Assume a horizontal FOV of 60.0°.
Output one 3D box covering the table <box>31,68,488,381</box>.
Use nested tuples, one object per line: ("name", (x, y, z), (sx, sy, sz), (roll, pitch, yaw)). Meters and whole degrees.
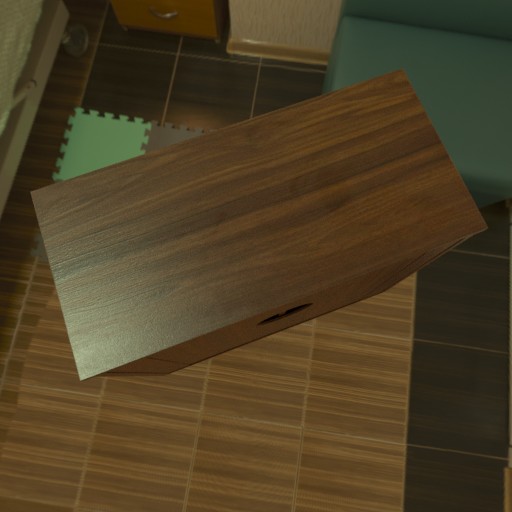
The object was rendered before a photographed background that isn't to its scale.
("table", (0.000, 0.000, 1.207), (0.802, 0.725, 0.390), (-20, 76, -5))
